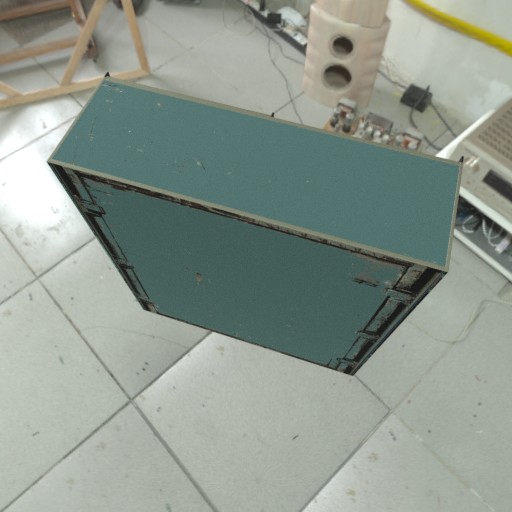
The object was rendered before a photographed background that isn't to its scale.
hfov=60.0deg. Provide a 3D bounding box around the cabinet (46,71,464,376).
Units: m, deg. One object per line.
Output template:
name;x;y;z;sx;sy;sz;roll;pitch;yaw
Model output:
cabinet;0.000;0.000;3.201;2.000;2.160;0.680;16;64;8
